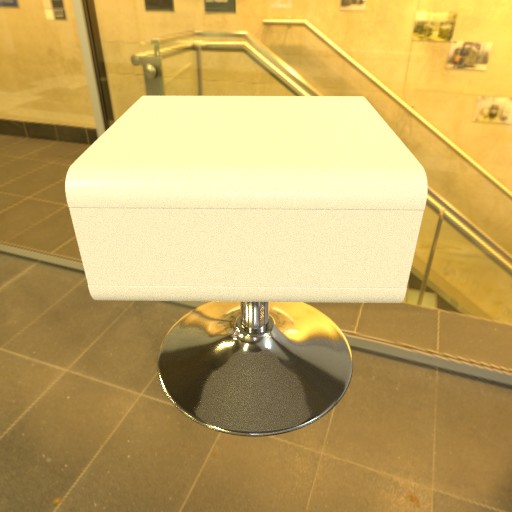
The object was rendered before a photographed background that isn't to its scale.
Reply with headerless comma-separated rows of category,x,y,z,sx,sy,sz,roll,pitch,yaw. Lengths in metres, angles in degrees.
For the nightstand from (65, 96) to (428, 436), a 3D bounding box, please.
nightstand,0.000,0.000,0.749,0.404,0.447,0.399,0,32,1
